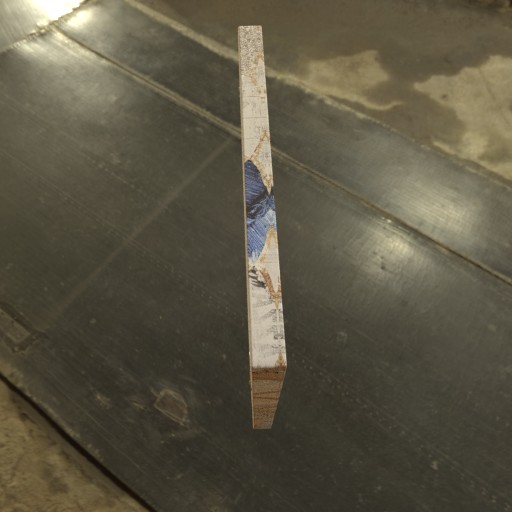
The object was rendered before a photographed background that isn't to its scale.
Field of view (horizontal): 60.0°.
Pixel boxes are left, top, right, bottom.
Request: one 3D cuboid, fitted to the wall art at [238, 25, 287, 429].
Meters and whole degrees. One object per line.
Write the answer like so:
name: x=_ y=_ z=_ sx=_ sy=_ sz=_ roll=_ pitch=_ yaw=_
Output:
wall art: x=0.000 y=0.000 z=0.764 sx=0.038 sy=0.508 sz=0.507 roll=-2 pitch=63 yaw=-1
